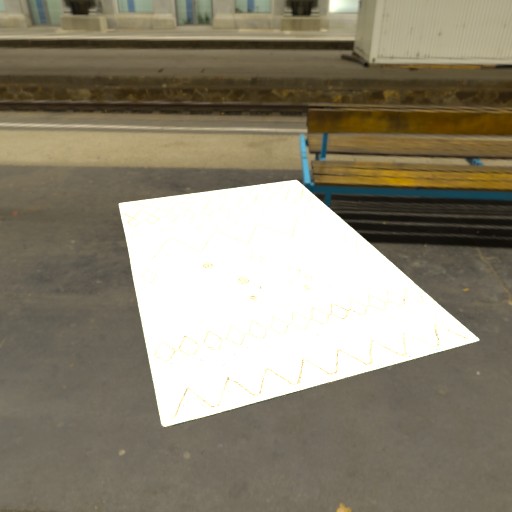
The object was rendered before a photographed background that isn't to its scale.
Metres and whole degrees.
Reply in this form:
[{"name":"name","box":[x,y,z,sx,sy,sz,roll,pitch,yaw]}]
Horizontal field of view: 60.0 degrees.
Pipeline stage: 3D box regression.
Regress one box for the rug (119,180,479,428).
[{"name":"rug","box":[0.000,0.000,2.321,1.260,0.009,1.820,-10,33,-16]}]
